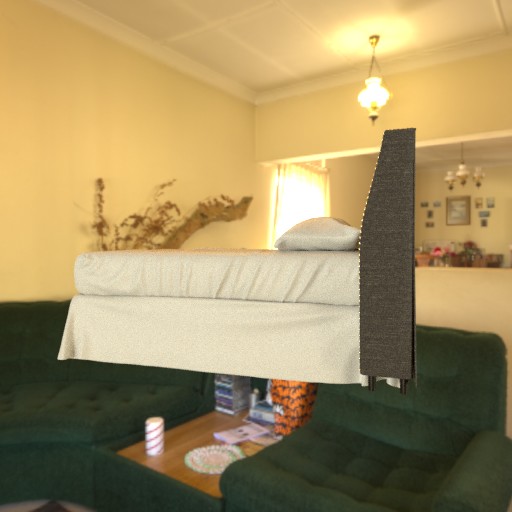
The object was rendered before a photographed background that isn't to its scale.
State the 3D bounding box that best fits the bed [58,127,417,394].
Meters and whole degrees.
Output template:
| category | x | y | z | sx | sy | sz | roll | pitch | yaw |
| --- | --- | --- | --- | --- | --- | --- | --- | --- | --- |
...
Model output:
| category | x | y | z | sx | sy | sz | roll | pitch | yaw |
| --- | --- | --- | --- | --- | --- | --- | --- | --- | --- |
| bed | 0.000 | 0.000 | 3.393 | 2.276 | 1.332 | 1.925 | 0 | 1 | 18 |
